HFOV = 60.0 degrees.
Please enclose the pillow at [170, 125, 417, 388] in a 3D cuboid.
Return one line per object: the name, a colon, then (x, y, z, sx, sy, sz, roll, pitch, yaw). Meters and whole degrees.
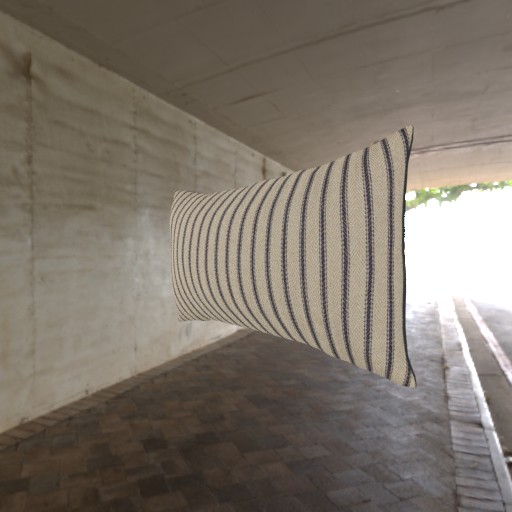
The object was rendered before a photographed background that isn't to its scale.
pillow: (0.000, 0.000, 0.747, 0.151, 0.305, 0.609, -1, 2, -36)
